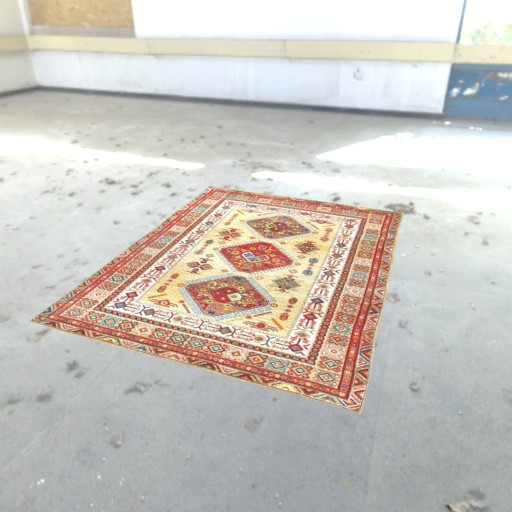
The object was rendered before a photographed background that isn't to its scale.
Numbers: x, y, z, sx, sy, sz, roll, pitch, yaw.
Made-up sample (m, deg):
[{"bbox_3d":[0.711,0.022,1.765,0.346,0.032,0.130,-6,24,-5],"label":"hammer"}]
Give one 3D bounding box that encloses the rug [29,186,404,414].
[{"bbox_3d":[0.000,0.000,4.176,2.460,0.005,3.067,11,31,18],"label":"rug"}]
